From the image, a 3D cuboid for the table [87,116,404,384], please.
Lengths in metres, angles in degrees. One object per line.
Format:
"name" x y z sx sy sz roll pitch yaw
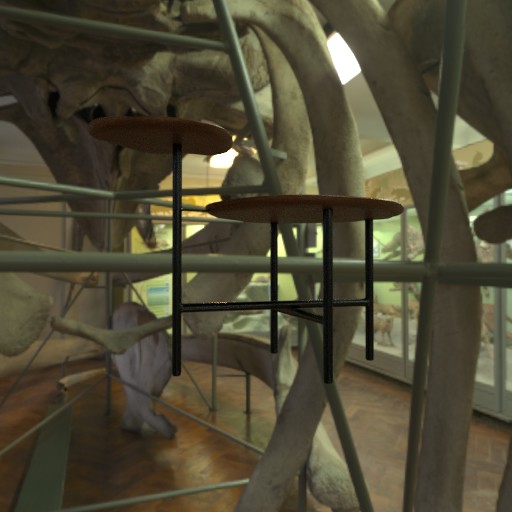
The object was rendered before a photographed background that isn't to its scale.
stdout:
"table" 0.000 0.000 1.062 0.759 0.538 0.442 0 -1 -18
